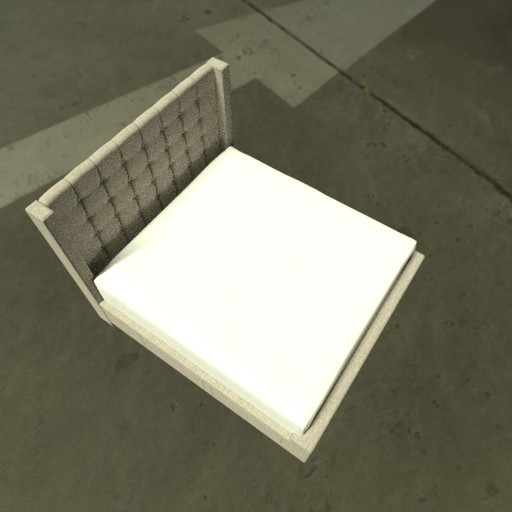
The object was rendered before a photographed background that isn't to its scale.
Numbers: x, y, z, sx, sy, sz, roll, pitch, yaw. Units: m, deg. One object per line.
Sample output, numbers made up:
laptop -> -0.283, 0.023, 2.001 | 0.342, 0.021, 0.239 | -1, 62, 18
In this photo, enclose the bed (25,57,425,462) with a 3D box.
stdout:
bed -> 0.000, 0.000, 3.765 | 2.372, 1.748, 2.044 | 30, 62, 18
